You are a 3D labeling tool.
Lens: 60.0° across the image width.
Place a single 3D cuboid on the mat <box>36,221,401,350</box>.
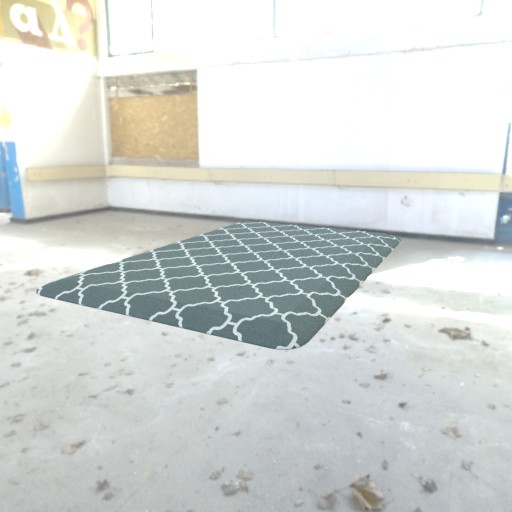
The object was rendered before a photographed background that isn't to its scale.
[{"bbox_3d":[0.000,0.000,0.985,0.508,0.021,0.762,7,16,26],"label":"mat"}]
